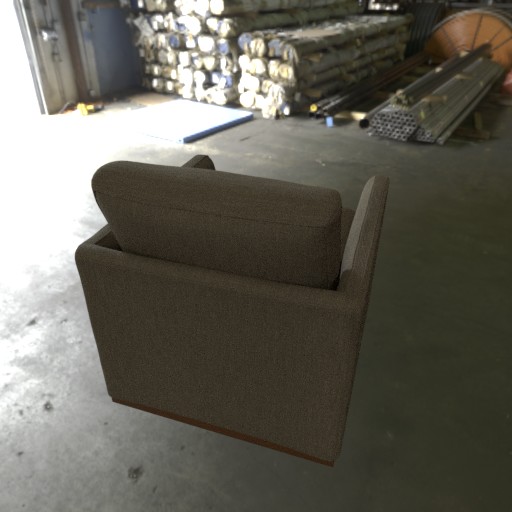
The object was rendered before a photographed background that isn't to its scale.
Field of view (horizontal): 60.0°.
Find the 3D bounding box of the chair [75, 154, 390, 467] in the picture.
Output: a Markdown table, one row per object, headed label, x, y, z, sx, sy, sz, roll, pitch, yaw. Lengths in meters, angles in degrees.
| label | x | y | z | sx | sy | sz | roll | pitch | yaw |
| --- | --- | --- | --- | --- | --- | --- | --- | --- | --- |
| chair | 0.000 | 0.000 | 1.472 | 0.763 | 0.811 | 0.834 | 10 | 33 | 16 |
